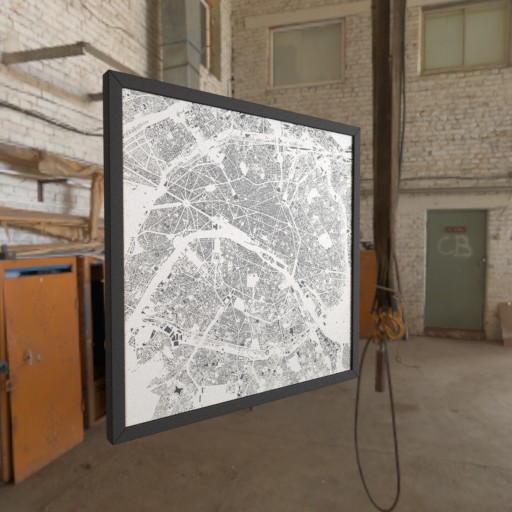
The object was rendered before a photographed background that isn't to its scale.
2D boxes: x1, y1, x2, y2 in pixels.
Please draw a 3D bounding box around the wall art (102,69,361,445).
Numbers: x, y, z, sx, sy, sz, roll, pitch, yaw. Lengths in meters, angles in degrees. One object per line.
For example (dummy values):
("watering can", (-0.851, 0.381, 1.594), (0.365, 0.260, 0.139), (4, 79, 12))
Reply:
("wall art", (0.000, 0.000, 1.139), (0.763, 0.763, 0.037), (-1, 2, -37))
